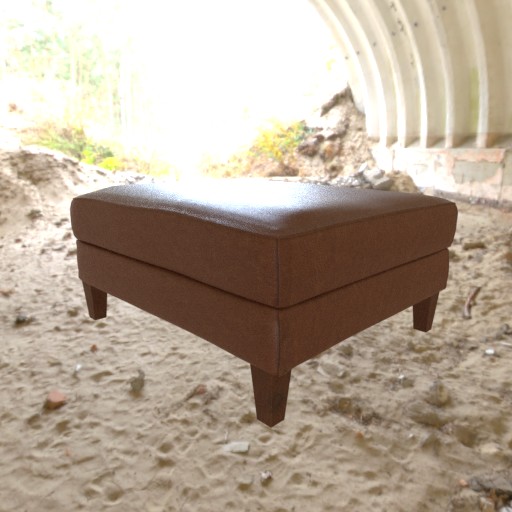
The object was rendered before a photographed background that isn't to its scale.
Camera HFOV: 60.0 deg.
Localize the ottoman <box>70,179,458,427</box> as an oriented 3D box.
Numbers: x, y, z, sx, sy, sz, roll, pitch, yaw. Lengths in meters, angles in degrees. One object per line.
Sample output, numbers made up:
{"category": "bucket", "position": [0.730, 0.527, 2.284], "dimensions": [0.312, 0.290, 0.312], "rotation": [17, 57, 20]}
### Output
{"category": "ottoman", "position": [0.000, 0.000, 1.468], "dimensions": [0.836, 0.472, 0.987], "rotation": [-13, 19, -43]}
